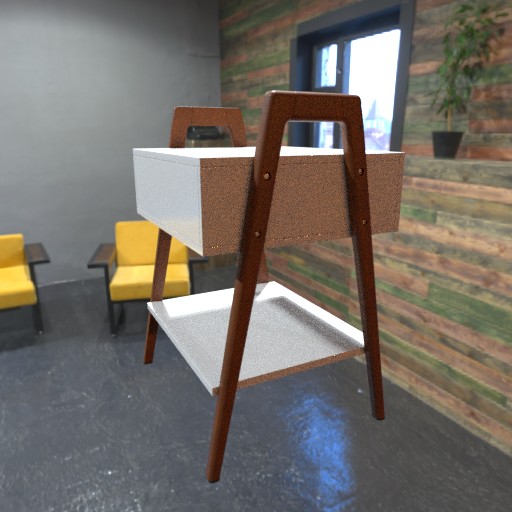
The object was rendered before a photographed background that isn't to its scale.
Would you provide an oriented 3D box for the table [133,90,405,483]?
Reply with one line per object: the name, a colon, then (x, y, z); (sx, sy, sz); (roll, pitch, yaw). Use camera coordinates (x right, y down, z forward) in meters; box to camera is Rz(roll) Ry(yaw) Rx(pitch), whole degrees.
table: (0.000, 0.000, 0.926); (0.405, 0.610, 0.457); (-8, 17, -26)
